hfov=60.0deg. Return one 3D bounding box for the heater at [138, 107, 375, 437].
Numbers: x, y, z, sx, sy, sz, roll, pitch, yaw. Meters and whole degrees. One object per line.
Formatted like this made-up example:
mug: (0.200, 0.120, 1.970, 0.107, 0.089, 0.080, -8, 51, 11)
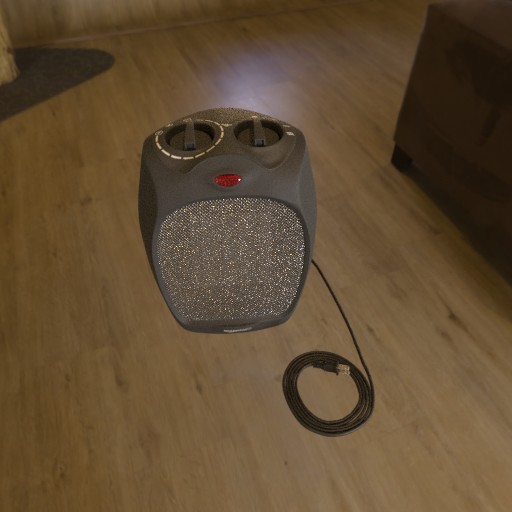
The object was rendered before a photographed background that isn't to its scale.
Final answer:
heater: (0.000, 0.000, 0.454, 0.239, 0.240, 0.291, -4, 47, -4)
